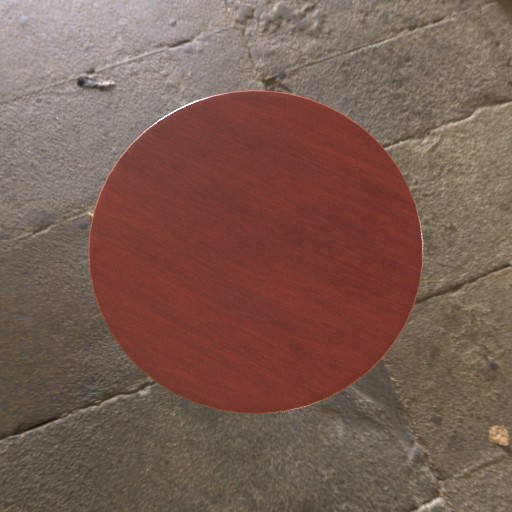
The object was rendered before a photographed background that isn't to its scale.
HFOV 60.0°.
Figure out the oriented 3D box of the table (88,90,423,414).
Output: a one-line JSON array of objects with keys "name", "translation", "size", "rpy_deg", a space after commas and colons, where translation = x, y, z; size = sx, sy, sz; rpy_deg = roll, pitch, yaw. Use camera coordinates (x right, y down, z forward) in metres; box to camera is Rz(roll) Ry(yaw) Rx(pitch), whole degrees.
[{"name": "table", "translation": [0.000, 0.000, 1.594], "size": [1.029, 0.486, 1.029], "rpy_deg": [0, 76, 0]}]
